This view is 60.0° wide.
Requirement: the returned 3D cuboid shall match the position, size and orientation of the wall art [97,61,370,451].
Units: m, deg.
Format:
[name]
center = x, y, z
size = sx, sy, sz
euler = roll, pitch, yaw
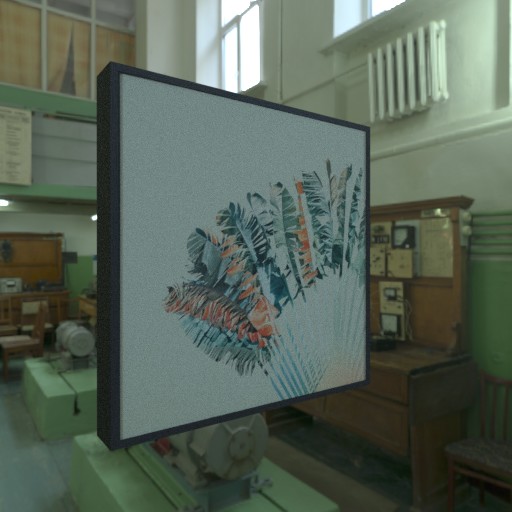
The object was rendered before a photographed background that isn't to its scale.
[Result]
[wall art]
center = 0.000, 0.000, 0.444
size = 0.302, 0.300, 0.036
euler = 0, 0, -36
